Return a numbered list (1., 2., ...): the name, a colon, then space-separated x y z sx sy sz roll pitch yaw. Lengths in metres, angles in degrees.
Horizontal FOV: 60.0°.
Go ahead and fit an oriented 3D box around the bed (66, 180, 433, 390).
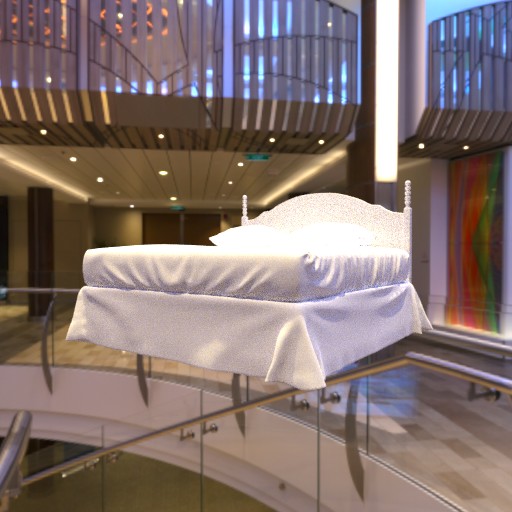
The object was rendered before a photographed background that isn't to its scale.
1. bed: 0.000 0.000 3.703 2.322 1.355 2.219 1 1 36
